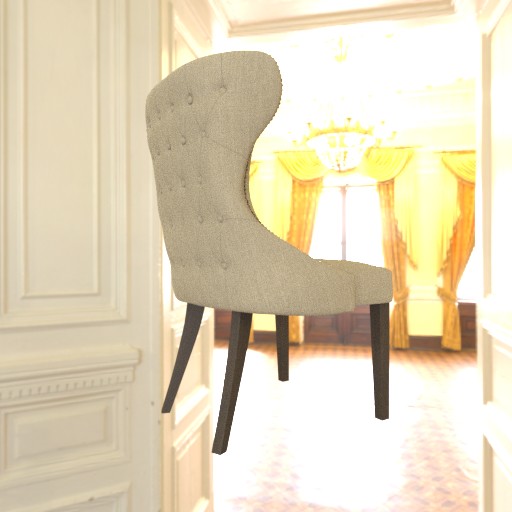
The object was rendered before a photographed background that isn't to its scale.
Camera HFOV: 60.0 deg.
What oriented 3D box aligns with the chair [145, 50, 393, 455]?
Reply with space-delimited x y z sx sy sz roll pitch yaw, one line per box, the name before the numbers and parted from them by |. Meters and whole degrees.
chair | 0.000 0.000 1.356 0.635 0.967 0.628 0 0 -34
